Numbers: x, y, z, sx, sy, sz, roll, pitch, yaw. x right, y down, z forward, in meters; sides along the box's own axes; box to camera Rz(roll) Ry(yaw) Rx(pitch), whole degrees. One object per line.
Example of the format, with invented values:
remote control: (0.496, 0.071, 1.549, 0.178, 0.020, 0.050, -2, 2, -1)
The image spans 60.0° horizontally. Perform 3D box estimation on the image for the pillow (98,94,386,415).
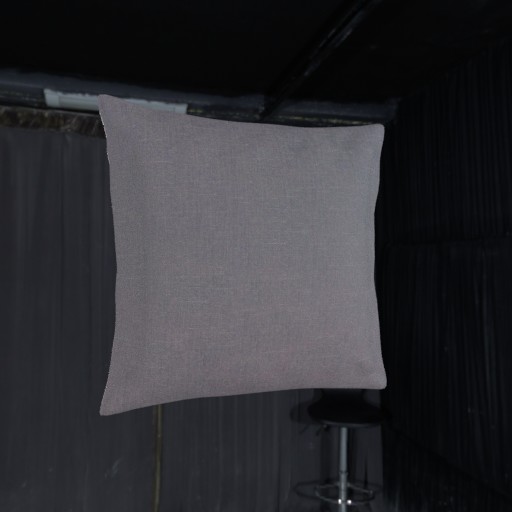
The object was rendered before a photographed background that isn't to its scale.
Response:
pillow: (0.000, 0.000, 0.774, 0.523, 0.506, 0.166, 0, -1, -17)
